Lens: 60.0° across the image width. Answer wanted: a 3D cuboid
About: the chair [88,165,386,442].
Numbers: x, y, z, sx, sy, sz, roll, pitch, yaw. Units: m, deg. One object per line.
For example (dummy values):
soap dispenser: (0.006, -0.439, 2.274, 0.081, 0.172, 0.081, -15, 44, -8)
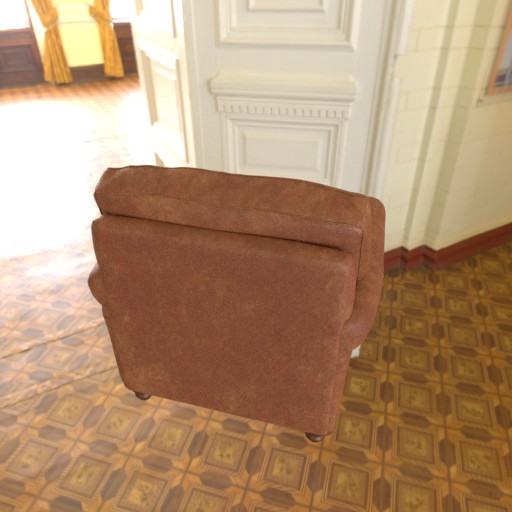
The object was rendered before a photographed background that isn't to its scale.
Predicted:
chair: (0.000, 0.000, 1.787, 0.983, 0.962, 0.986, 9, 34, 13)
